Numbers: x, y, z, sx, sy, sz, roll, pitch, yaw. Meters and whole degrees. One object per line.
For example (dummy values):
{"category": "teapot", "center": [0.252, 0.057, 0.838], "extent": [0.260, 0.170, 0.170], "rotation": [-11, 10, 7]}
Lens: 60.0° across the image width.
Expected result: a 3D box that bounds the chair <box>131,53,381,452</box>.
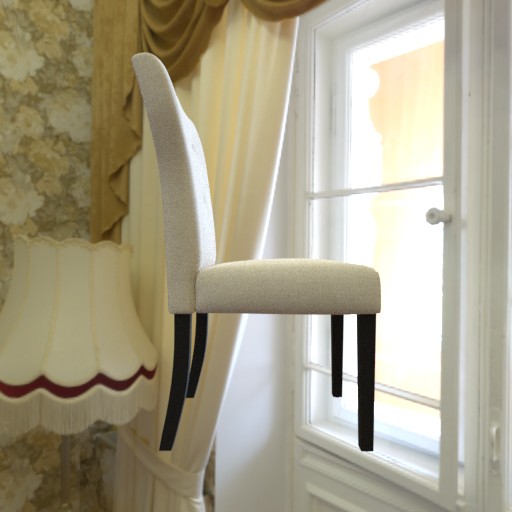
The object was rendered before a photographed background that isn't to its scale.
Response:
{"category": "chair", "center": [0.000, 0.000, 1.243], "extent": [0.597, 0.921, 0.509], "rotation": [0, 1, 0]}
